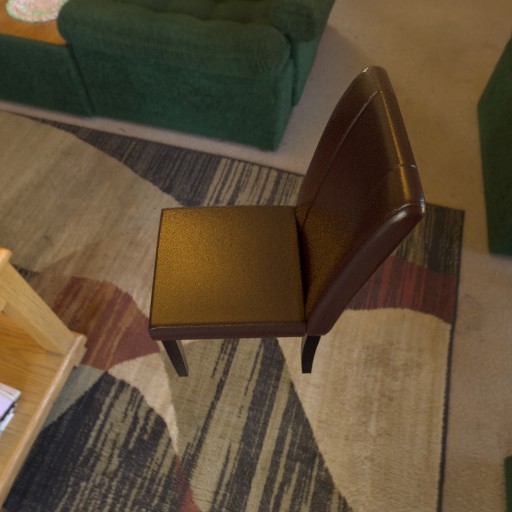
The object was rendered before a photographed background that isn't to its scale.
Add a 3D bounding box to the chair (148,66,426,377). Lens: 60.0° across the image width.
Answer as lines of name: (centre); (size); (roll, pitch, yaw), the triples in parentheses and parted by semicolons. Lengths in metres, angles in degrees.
chair: (0.000, 0.000, 1.189); (0.556, 0.897, 0.399); (-1, 58, -1)
